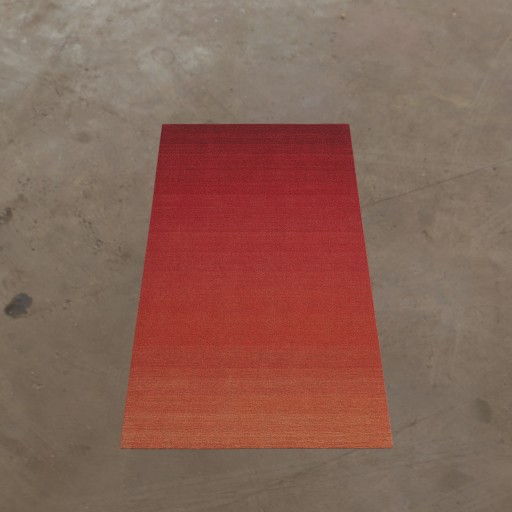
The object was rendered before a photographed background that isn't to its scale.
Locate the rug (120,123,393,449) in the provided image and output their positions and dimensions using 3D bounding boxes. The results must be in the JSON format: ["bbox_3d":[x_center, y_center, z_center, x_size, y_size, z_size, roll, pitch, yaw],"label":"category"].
[{"bbox_3d":[0.000,0.000,3.050,1.531,0.010,2.442,0,62,0],"label":"rug"}]
